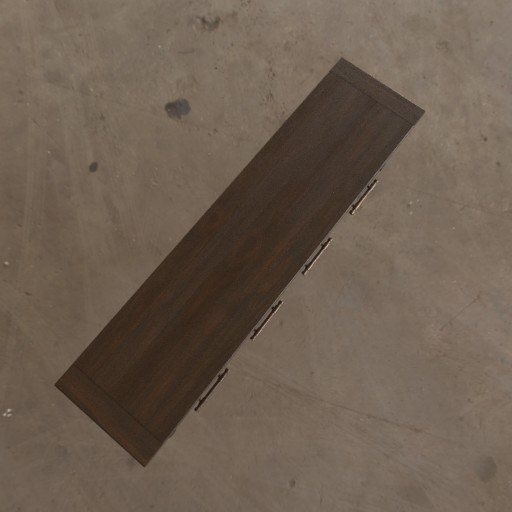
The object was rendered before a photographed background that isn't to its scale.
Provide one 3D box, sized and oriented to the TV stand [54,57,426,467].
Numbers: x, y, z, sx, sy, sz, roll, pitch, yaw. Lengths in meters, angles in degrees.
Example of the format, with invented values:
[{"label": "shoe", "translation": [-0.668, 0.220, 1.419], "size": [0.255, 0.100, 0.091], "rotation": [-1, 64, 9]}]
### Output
[{"label": "TV stand", "translation": [0.000, 0.000, 2.116], "size": [0.471, 0.615, 1.866], "rotation": [37, 78, 9]}]
